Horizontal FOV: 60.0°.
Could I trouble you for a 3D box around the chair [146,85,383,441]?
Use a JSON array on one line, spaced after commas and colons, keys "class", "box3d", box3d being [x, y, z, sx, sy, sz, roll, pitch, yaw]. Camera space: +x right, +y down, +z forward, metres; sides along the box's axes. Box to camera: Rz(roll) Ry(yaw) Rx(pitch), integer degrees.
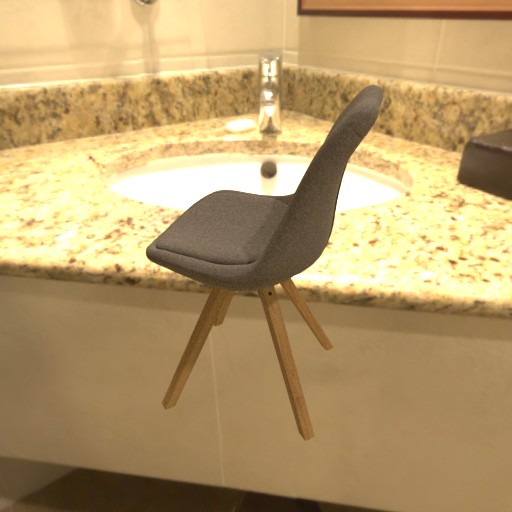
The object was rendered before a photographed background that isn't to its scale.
[{"class": "chair", "box3d": [0.000, 0.000, 1.206, 0.550, 0.865, 0.483, 8, 31, 14]}]
